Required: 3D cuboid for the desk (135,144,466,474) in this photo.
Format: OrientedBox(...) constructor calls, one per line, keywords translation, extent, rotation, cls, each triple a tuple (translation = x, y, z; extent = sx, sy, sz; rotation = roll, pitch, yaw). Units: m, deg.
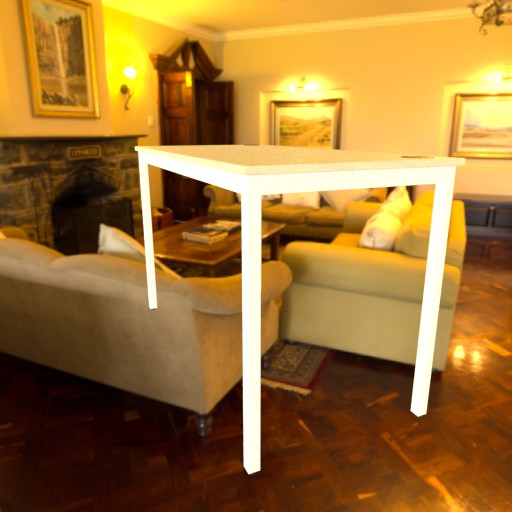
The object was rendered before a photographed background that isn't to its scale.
OrientedBox(translation=(0.000, 0.000, 1.609), extent=(0.600, 0.750, 1.200), rotation=(-7, 17, -24), cls="desk")
